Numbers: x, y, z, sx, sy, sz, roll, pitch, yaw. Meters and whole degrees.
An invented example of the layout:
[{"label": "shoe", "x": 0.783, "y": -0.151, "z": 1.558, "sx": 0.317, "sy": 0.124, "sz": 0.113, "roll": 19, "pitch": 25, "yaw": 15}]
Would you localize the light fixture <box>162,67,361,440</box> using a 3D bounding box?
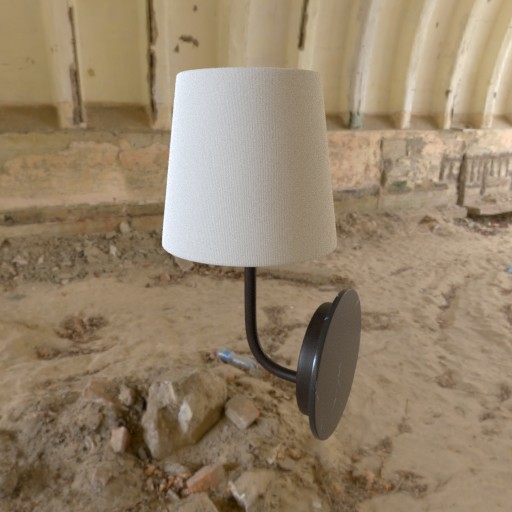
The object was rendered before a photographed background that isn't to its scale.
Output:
[{"label": "light fixture", "x": 0.000, "y": 0.000, "z": 0.443, "sx": 0.188, "sy": 0.337, "sz": 0.168, "roll": 9, "pitch": 19, "yaw": 27}]
